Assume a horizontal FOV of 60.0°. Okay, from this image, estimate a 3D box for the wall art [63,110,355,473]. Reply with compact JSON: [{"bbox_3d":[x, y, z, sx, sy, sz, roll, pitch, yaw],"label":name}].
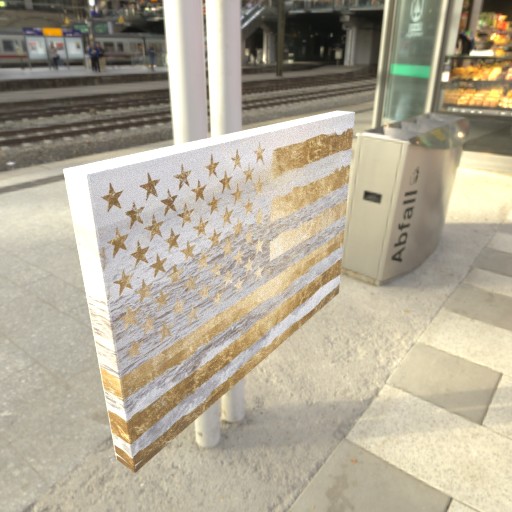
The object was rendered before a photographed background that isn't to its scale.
[{"bbox_3d":[0.000,0.000,0.743,0.041,0.407,0.606,17,30,32],"label":"wall art"}]
